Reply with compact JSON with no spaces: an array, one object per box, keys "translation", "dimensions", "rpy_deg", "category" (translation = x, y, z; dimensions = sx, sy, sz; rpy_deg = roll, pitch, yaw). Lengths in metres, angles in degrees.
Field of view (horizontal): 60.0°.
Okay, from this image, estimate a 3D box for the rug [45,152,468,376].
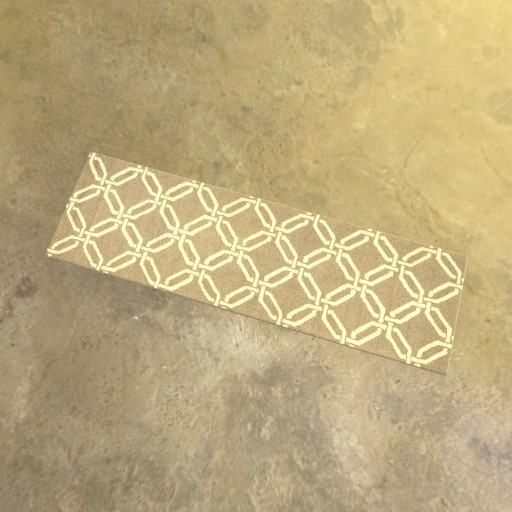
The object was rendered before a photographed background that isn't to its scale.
[{"translation":[0.000,0.000,2.483],"dimensions":[2.276,0.014,0.678],"rpy_deg":[16,75,4],"category":"rug"}]
